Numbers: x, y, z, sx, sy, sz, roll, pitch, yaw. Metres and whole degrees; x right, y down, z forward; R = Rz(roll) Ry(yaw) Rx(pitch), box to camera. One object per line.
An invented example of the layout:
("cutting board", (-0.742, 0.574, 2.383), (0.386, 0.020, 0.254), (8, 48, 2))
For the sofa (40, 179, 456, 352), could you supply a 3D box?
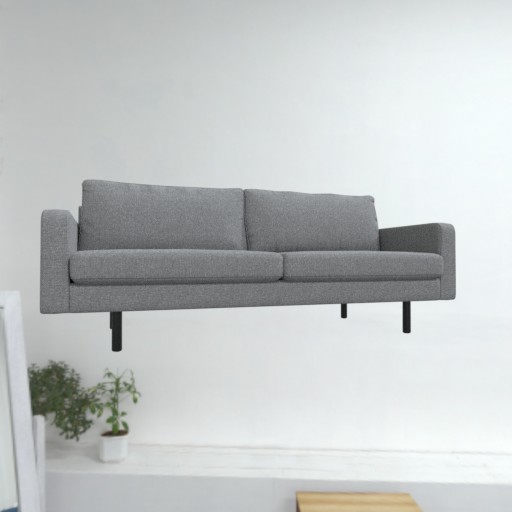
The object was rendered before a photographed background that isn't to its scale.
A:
("sofa", (0.000, 0.000, 2.599), (2.200, 0.880, 0.880), (0, -1, -19))
